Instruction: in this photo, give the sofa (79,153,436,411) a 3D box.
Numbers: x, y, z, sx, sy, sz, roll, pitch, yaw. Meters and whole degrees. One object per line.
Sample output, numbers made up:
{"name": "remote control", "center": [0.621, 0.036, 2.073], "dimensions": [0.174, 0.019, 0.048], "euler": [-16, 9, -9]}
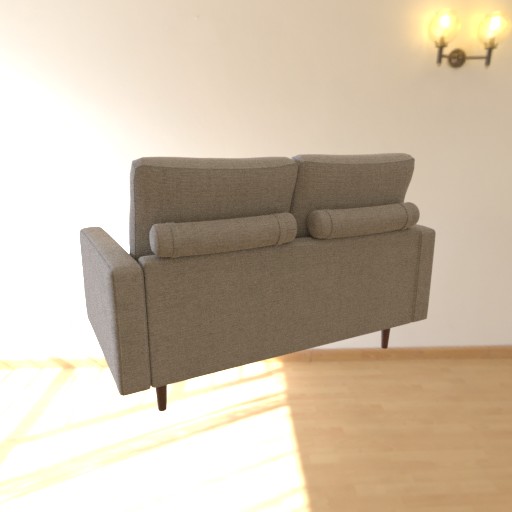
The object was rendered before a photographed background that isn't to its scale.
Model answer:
{"name": "sofa", "center": [0.000, 0.000, 2.004], "dimensions": [1.407, 0.907, 0.842], "euler": [-8, 16, -27]}
